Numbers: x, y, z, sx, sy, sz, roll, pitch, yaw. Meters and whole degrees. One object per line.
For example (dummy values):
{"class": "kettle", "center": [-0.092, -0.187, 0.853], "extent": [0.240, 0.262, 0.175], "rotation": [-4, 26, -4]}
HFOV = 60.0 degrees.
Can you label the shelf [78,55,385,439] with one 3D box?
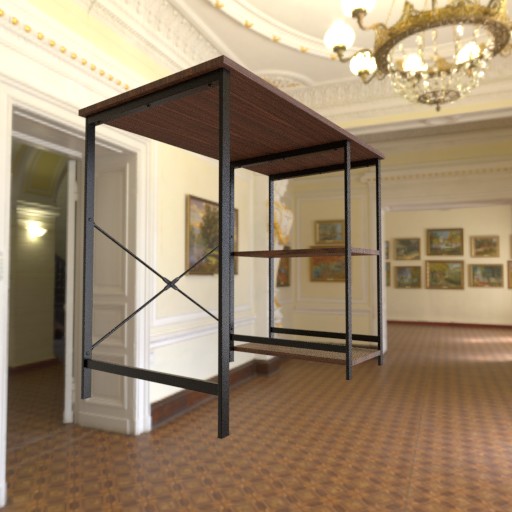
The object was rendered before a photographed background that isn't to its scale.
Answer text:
{"class": "shelf", "center": [0.000, 0.000, 1.366], "extent": [0.498, 0.750, 0.902], "rotation": [-2, -3, 36]}
